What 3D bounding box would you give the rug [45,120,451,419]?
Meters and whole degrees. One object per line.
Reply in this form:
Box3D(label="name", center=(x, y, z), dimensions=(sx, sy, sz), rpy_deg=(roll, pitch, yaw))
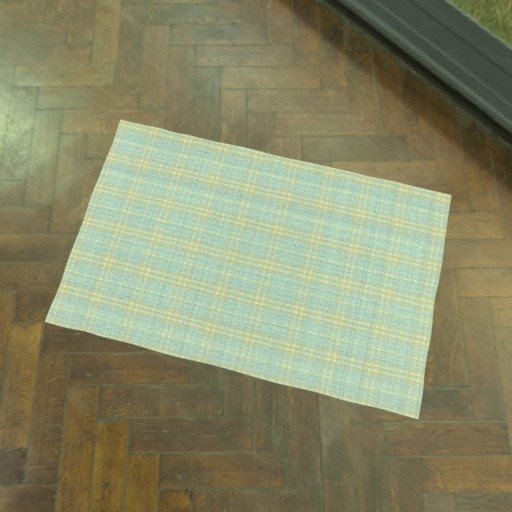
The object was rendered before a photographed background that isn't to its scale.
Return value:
Box3D(label="rug", center=(0.000, 0.000, 3.004), dimensions=(2.460, 0.016, 1.545), rpy_deg=(14, 75, 4))
